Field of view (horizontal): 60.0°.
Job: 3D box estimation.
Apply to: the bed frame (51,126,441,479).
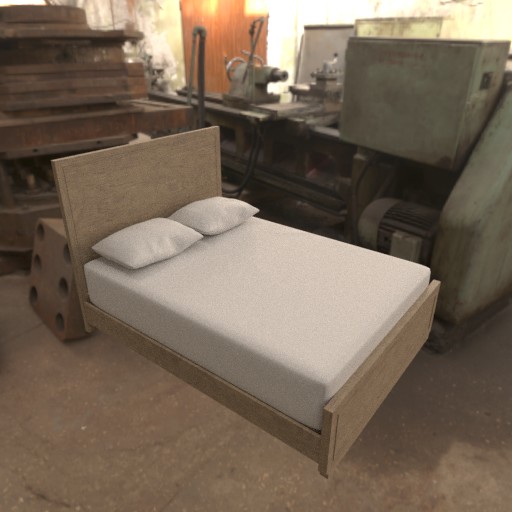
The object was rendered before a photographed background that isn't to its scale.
[{"bbox_3d":[0.000,0.000,3.196,2.189,1.369,1.606,19,32,33],"label":"bed frame"}]
